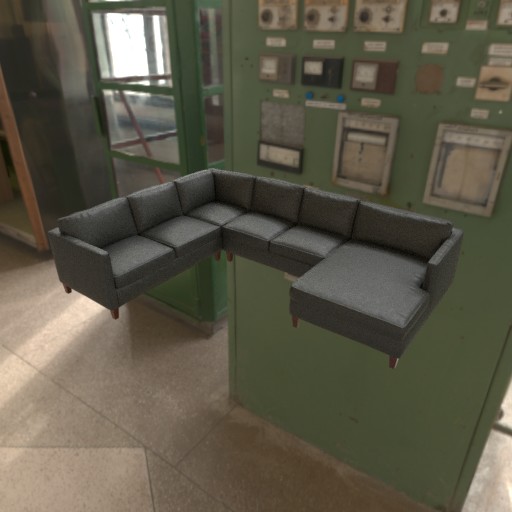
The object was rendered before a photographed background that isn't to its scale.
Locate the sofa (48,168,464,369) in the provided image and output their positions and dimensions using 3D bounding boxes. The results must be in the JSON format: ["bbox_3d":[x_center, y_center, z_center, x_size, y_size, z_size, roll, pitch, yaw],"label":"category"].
[{"bbox_3d":[0.000,0.000,4.636,3.460,0.923,2.593,19,33,32],"label":"sofa"}]
